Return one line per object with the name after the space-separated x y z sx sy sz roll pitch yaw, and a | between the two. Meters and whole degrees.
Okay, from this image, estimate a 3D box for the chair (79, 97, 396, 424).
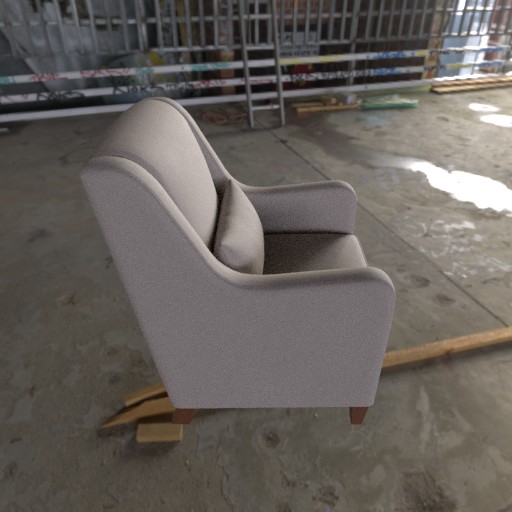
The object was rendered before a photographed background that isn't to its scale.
0.000 0.000 1.610 0.863 1.010 0.715 0 33 1 | chair
